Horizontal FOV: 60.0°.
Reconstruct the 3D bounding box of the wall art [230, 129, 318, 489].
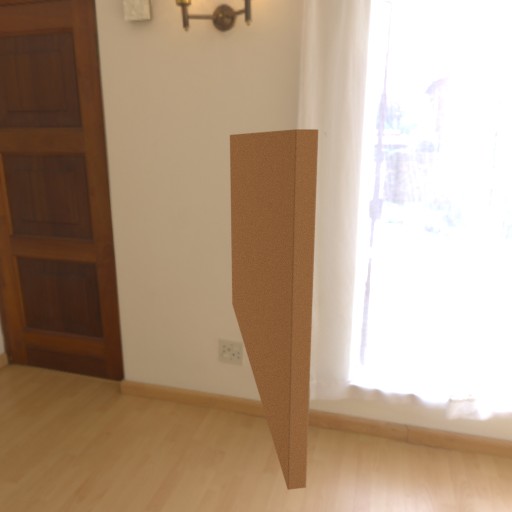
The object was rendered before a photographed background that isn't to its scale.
[{"bbox_3d":[0.000,0.000,1.139,0.033,0.608,0.915,-2,15,-9],"label":"wall art"}]
